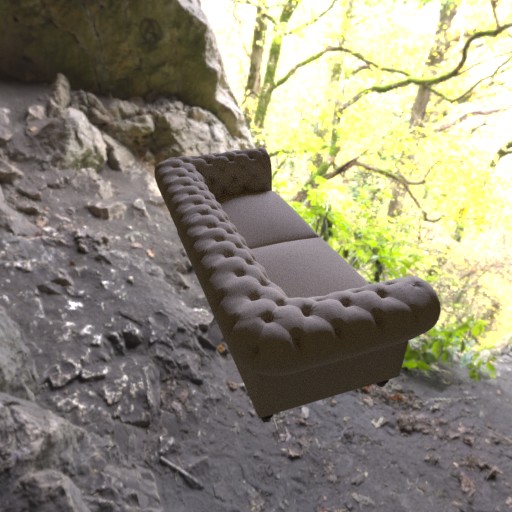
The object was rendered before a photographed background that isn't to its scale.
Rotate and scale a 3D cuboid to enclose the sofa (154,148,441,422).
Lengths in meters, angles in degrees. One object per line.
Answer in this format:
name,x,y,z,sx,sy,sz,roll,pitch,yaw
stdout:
sofa,0.000,0.000,3.258,1.076,0.847,2.694,-11,33,-17
